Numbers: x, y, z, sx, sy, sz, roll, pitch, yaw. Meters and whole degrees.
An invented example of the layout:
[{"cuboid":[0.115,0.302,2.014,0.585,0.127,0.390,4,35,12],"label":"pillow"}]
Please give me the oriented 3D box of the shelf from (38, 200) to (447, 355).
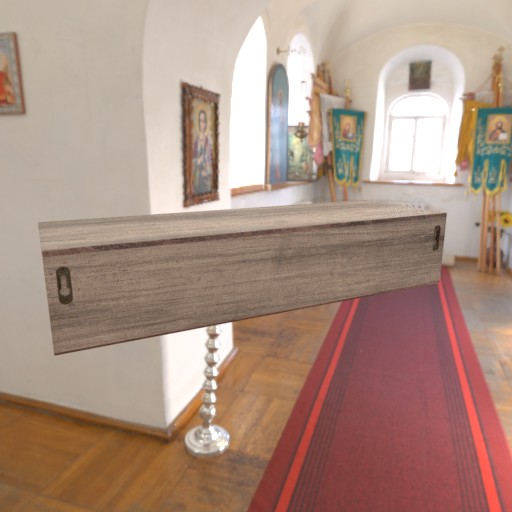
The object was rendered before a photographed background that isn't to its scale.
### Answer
[{"cuboid":[0.000,0.000,0.705,0.610,0.125,0.200,-7,16,-26],"label":"shelf"}]
